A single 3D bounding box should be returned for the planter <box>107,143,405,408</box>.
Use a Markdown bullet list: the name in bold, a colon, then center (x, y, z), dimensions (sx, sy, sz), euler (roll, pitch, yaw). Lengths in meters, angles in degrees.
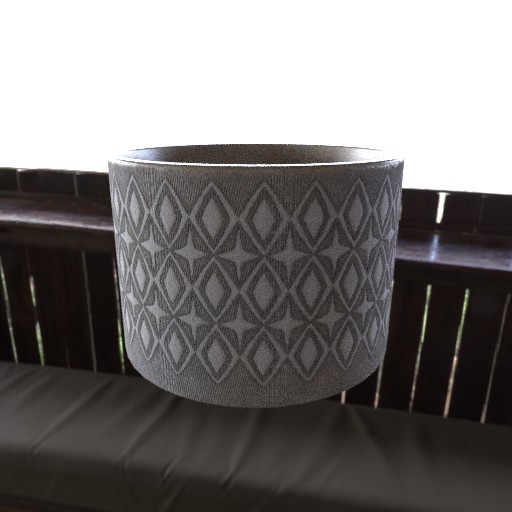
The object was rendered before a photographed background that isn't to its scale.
- **planter**: center (0.000, 0.000, 0.275), dimensions (0.164, 0.127, 0.164), euler (0, 17, 0)
